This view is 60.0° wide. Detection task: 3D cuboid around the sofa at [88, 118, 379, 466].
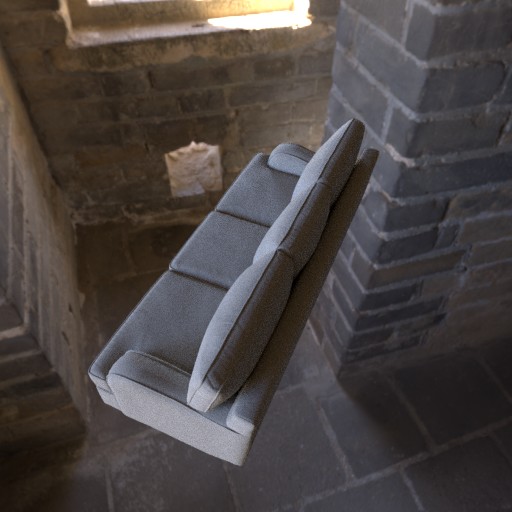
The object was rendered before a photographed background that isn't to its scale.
[{"bbox_3d":[0.000,0.000,2.946,1.016,0.997,2.323,18,50,16],"label":"sofa"}]
